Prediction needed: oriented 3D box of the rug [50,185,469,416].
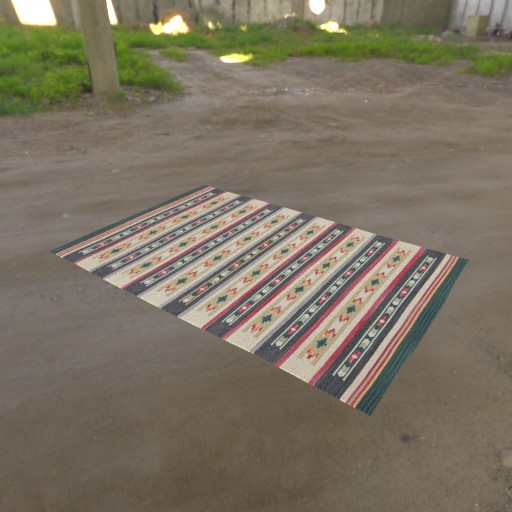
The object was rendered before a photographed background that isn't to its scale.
[{"bbox_3d":[0.000,0.000,2.306,1.825,0.009,1.221,20,35,31],"label":"rug"}]
